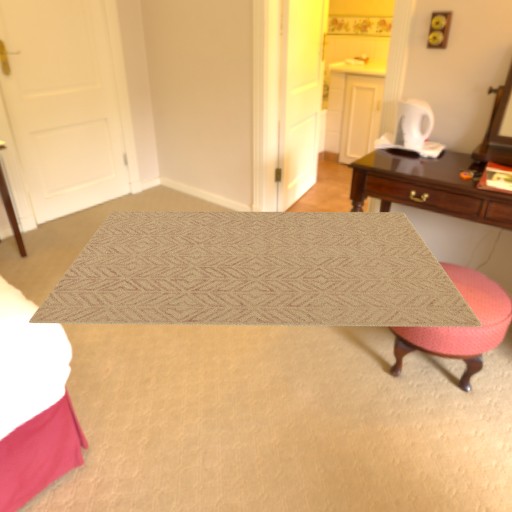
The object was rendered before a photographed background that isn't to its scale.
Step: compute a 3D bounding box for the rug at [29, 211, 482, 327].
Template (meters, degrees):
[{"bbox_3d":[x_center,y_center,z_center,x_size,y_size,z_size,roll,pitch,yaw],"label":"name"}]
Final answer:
[{"bbox_3d":[0.000,0.000,3.034,2.438,0.008,1.523,0,29,1],"label":"rug"}]
